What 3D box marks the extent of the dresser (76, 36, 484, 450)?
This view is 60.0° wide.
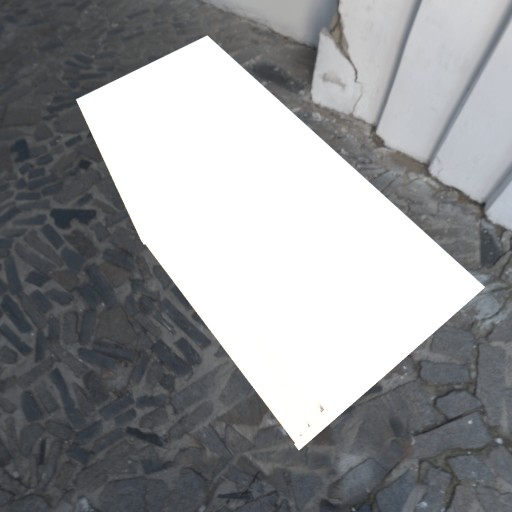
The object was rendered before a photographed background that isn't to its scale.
[{"bbox_3d":[0.000,0.000,1.503,0.460,0.820,1.100,-34,67,-17],"label":"dresser"}]
